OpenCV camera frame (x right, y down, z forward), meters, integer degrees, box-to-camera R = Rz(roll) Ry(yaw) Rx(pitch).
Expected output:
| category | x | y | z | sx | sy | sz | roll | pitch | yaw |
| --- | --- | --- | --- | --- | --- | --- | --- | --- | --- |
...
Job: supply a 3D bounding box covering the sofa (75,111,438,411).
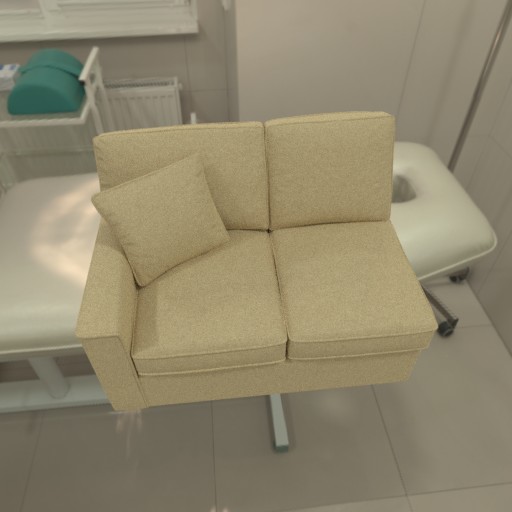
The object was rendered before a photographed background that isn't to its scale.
| category | x | y | z | sx | sy | sz | roll | pitch | yaw |
| --- | --- | --- | --- | --- | --- | --- | --- | --- | --- |
| sofa | 0.000 | 0.000 | 2.037 | 1.388 | 0.989 | 0.991 | -4 | 45 | -4 |
